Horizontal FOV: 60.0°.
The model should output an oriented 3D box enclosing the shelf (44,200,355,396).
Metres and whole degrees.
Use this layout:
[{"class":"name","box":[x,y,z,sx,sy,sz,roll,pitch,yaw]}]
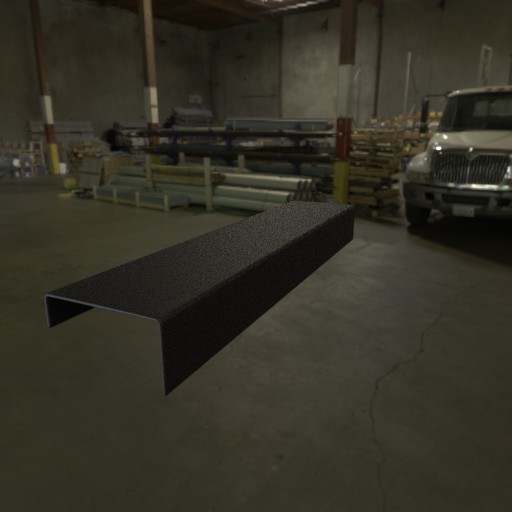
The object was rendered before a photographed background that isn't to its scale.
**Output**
[{"class":"shelf","box":[0.000,0.000,0.486,0.102,0.053,0.456,8,18,25]}]
